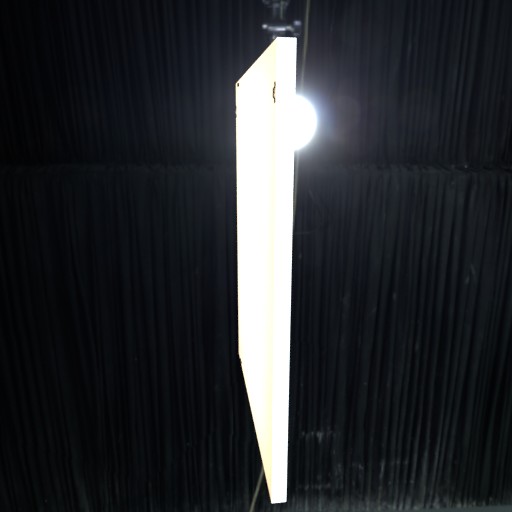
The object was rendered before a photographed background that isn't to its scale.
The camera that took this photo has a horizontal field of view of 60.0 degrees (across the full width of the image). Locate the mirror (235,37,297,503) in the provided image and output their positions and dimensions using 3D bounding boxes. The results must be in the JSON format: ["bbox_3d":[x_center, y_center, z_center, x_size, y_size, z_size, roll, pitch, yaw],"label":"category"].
[{"bbox_3d":[0.000,0.000,1.289,0.040,1.016,0.762,-2,16,-8],"label":"mirror"}]
